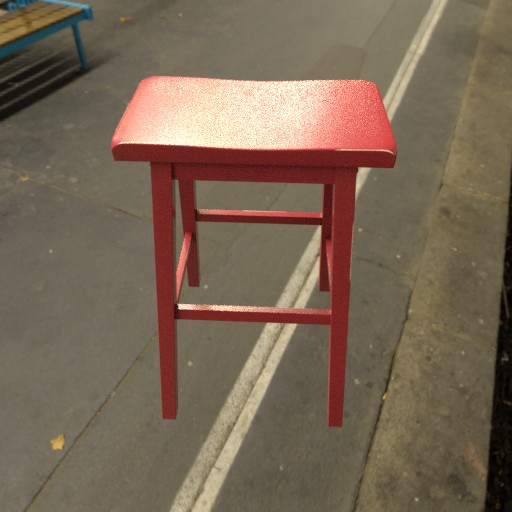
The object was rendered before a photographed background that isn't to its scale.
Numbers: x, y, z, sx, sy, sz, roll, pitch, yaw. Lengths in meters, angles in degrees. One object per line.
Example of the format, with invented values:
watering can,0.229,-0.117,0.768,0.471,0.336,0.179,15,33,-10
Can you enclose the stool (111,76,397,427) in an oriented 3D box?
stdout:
stool,0.000,0.000,1.029,0.457,0.737,0.476,2,46,2
